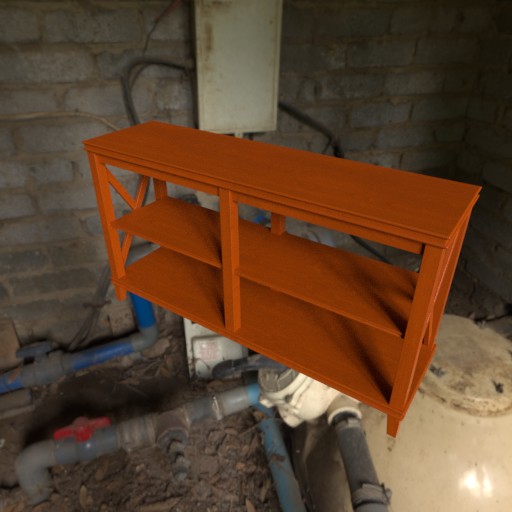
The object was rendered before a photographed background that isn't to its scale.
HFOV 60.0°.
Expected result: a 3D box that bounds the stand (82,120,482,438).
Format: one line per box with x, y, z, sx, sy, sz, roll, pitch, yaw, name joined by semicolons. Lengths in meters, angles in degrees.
0.000;0.000;1.714;1.372;0.762;0.381;19;36;29;stand
